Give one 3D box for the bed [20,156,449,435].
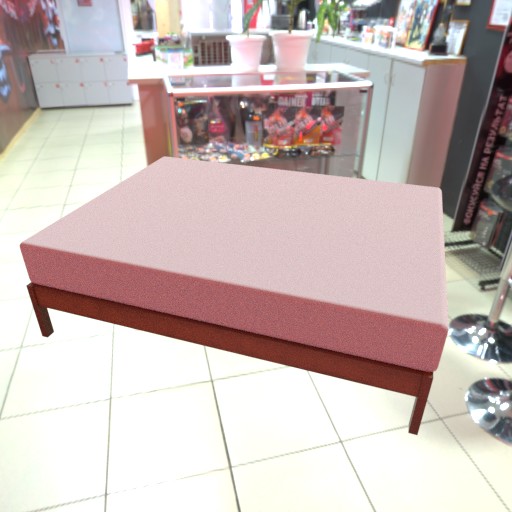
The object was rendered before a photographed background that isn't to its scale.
[{"bbox_3d":[0.000,0.000,2.703,2.050,0.593,1.529,10,32,16],"label":"bed"}]
